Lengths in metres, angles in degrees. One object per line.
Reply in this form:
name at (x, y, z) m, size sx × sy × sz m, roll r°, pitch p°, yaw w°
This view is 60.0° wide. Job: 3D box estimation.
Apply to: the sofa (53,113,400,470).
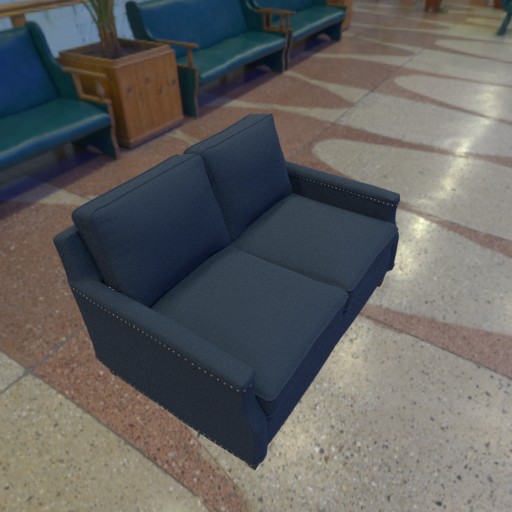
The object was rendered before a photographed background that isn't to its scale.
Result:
sofa at (0.000, 0.000, 2.328) m, size 1.084 × 1.003 × 1.597 m, roll 23°, pitch 44°, yaw 26°
